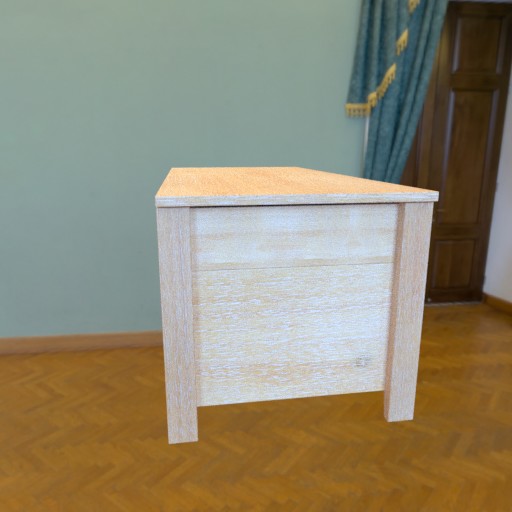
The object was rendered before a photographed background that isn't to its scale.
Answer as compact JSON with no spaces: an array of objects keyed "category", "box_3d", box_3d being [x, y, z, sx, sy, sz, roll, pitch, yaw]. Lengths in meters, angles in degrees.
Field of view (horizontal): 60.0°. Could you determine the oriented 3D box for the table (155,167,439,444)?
[{"category":"table","box_3d":[0.000,0.000,1.274,0.483,0.457,1.016,-2,14,-9]}]
